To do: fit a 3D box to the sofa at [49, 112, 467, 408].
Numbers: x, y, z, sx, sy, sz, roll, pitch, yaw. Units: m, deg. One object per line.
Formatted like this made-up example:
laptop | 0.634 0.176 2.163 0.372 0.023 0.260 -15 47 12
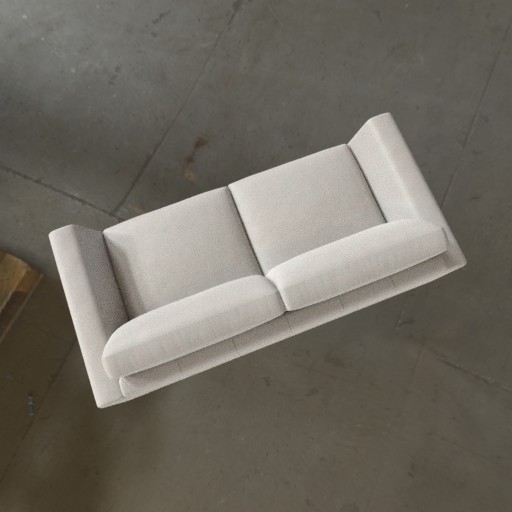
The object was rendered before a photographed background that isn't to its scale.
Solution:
sofa | 0.000 0.000 2.480 2.017 0.875 0.953 -21 77 -5
